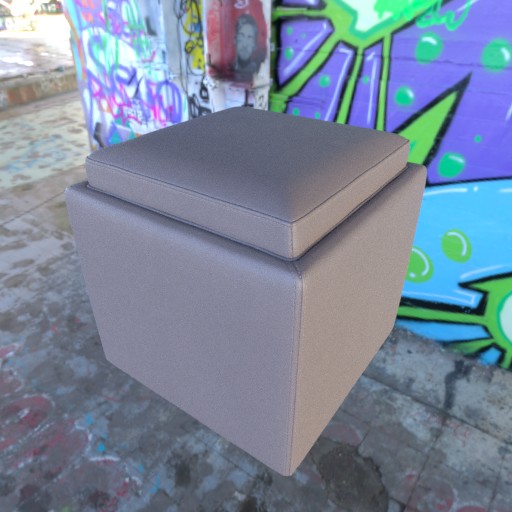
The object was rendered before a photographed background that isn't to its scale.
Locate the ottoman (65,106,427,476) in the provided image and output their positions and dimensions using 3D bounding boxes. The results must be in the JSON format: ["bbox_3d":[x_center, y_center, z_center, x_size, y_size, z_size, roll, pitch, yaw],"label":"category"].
[{"bbox_3d":[0.000,0.000,0.818,0.450,0.460,0.451,21,37,30],"label":"ottoman"}]
